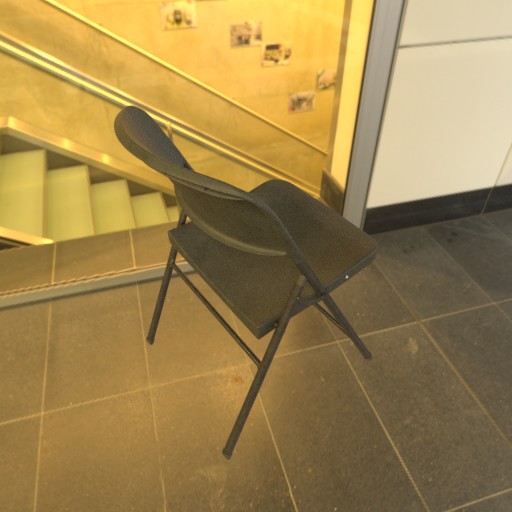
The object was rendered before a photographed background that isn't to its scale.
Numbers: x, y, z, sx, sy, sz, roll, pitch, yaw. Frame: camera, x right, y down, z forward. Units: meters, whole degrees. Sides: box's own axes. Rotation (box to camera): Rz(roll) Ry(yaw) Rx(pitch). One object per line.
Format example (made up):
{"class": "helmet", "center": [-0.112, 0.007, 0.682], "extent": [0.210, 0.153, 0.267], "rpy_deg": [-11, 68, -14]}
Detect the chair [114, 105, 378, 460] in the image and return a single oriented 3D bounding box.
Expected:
{"class": "chair", "center": [0.000, 0.000, 1.169], "extent": [0.566, 0.810, 0.494], "rpy_deg": [-25, 47, -26]}
